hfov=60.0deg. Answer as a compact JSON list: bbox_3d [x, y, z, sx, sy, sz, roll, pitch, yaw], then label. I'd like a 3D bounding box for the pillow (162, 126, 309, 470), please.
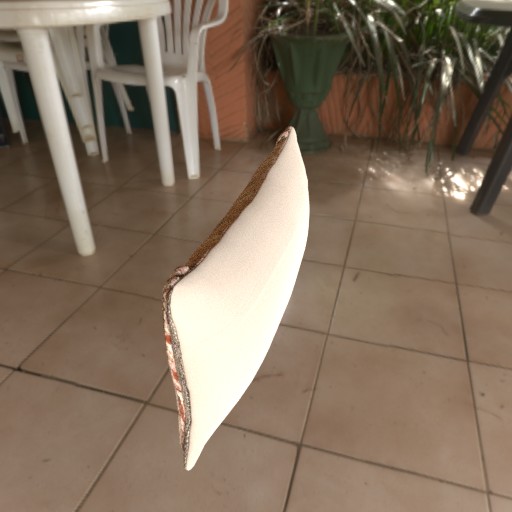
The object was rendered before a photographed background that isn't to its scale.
[{"bbox_3d":[0.000,0.000,0.752,0.139,0.282,0.635,8,33,13],"label":"pillow"}]
